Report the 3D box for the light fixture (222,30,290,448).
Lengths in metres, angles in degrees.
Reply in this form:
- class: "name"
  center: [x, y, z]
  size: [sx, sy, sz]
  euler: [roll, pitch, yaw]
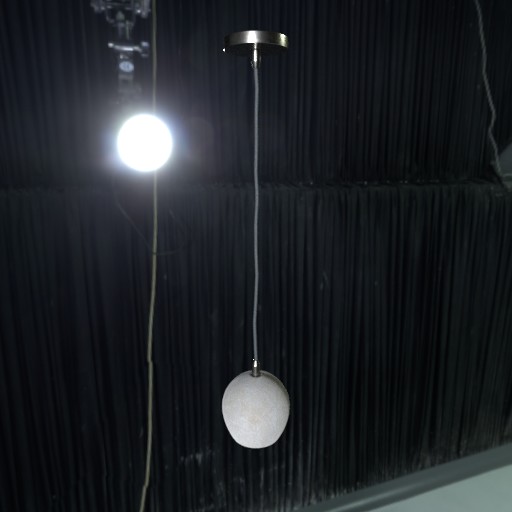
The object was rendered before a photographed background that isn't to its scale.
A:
- class: "light fixture"
  center: [0.000, 0.000, 0.846]
  size: [0.139, 0.764, 0.139]
  euler: [-6, 14, -25]
